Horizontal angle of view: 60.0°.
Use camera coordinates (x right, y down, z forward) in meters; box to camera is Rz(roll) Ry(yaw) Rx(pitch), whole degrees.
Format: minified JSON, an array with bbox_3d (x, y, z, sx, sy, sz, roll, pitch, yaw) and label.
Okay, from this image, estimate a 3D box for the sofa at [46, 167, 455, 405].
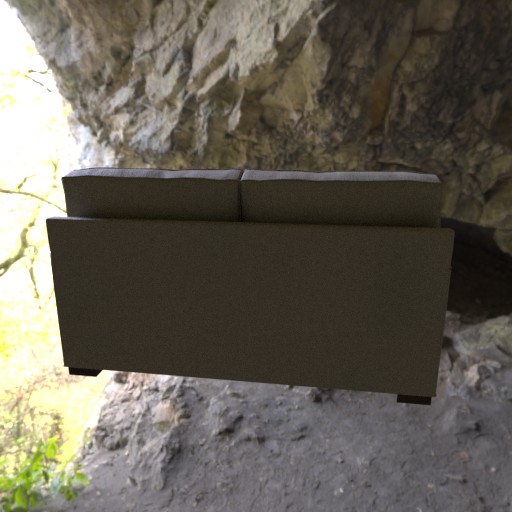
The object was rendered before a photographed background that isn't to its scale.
[{"bbox_3d":[0.000,0.000,2.074,1.484,0.853,0.940,2,16,8],"label":"sofa"}]
